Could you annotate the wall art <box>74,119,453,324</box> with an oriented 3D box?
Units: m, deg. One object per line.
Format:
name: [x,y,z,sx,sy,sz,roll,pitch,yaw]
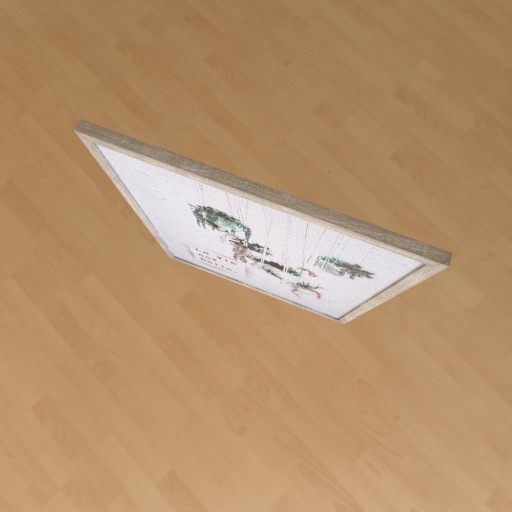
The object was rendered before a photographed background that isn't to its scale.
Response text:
wall art: [0.000,0.000,1.357,0.781,1.022,0.035,20,76,5]
